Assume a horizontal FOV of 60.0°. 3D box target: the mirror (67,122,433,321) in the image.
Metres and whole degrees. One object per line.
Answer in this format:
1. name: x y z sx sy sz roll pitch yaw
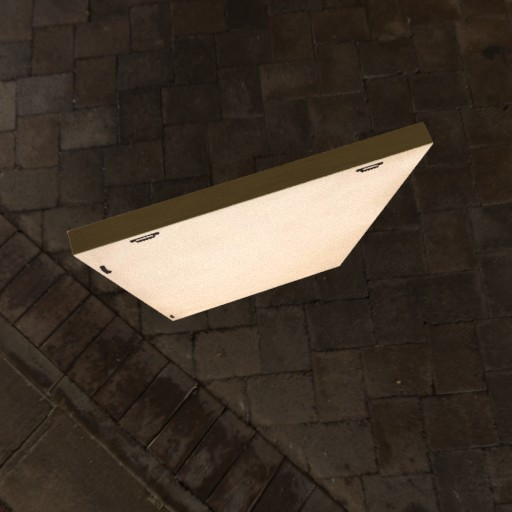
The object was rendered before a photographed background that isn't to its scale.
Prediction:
1. mirror: 0.000 0.000 0.938 0.507 0.710 0.040 -18 76 -5
